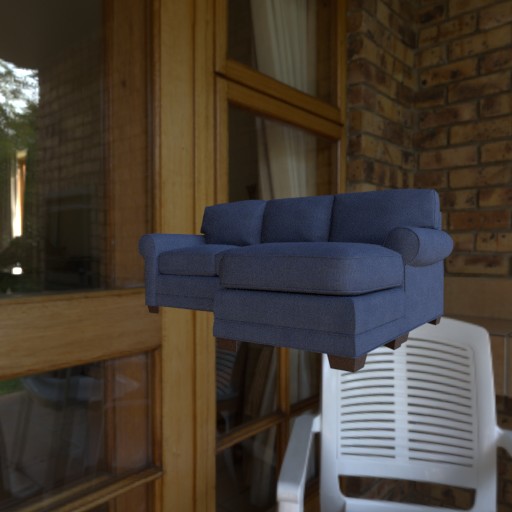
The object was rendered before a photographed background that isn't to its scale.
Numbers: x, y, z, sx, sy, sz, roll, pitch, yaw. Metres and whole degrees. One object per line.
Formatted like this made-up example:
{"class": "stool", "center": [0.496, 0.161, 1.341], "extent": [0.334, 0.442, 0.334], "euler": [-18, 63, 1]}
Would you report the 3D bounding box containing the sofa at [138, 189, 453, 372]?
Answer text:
{"class": "sofa", "center": [0.000, 0.000, 3.465], "extent": [2.567, 1.063, 1.780], "euler": [1, 1, 36]}
